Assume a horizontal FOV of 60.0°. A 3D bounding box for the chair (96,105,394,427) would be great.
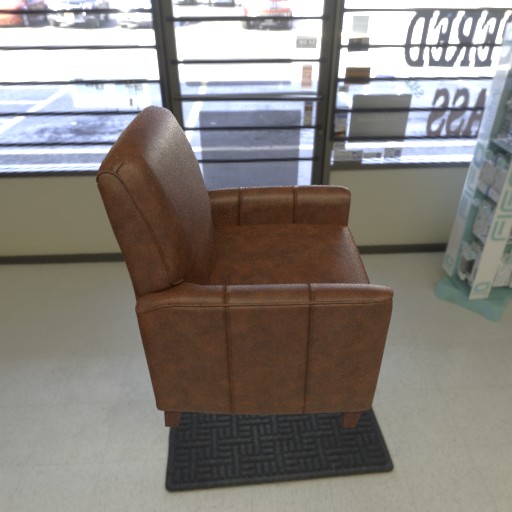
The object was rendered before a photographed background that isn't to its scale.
[{"bbox_3d":[0.000,0.000,1.660,0.850,1.010,0.839,0,32,0],"label":"chair"}]
